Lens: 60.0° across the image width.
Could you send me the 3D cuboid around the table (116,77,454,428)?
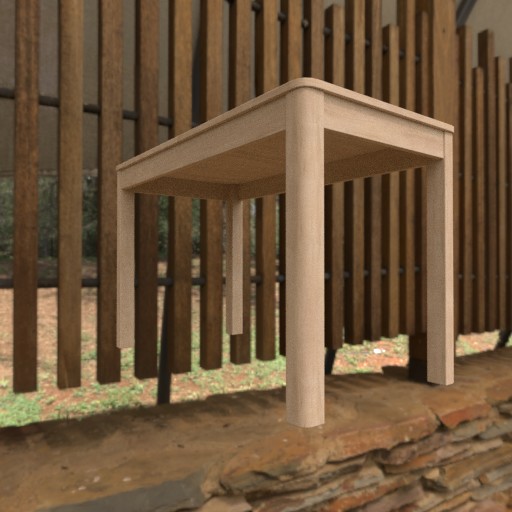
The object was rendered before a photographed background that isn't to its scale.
[{"bbox_3d":[0.000,0.000,1.899,0.750,0.900,1.400,0,-1,-37],"label":"table"}]
